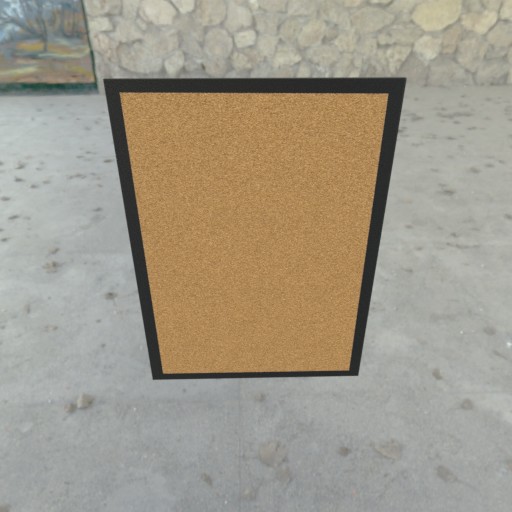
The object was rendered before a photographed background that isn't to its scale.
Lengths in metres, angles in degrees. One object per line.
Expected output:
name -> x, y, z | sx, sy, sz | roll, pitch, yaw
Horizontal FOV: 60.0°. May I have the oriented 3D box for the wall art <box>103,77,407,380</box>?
wall art -> 0.000, 0.000, 1.284 | 0.707, 0.967, 0.013 | -1, 31, -1
